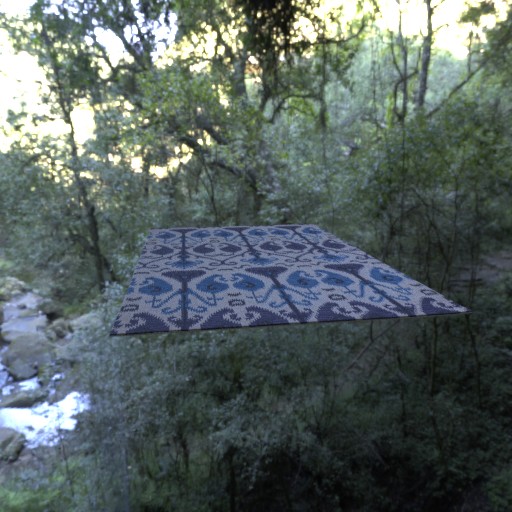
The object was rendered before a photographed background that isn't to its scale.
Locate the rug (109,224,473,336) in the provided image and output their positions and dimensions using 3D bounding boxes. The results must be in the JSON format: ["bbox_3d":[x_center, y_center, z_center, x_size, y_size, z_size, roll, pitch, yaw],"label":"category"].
[{"bbox_3d":[0.000,0.000,2.077,1.072,0.013,1.698,-2,13,-9],"label":"rug"}]
